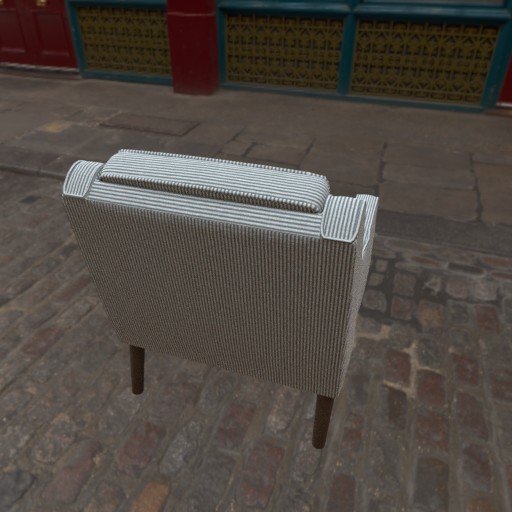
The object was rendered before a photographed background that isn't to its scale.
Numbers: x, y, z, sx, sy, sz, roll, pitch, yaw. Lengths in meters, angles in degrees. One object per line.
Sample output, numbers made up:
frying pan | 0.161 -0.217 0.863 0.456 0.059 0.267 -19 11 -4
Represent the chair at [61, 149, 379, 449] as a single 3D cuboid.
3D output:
chair | 0.000 0.000 1.343 0.663 0.792 0.743 10 34 16
